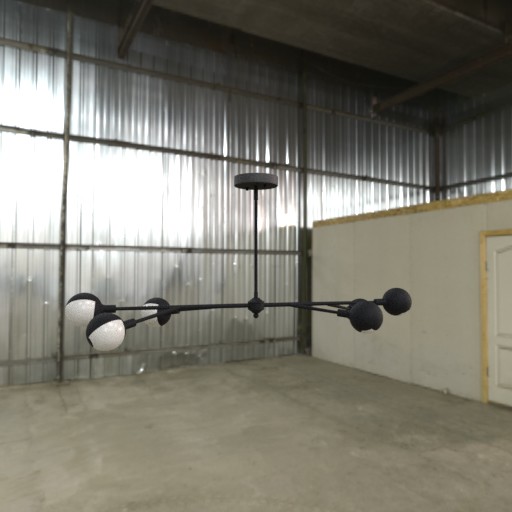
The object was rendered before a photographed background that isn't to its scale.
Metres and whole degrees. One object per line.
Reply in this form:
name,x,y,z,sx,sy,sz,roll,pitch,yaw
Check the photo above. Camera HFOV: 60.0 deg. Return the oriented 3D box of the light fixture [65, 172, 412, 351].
light fixture,0.000,0.000,1.014,0.778,0.362,0.434,0,-1,0
